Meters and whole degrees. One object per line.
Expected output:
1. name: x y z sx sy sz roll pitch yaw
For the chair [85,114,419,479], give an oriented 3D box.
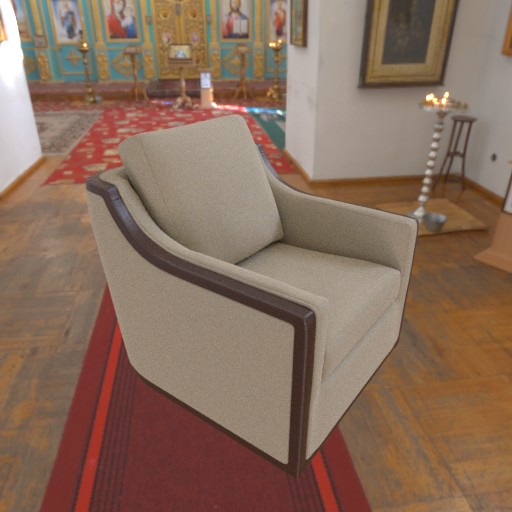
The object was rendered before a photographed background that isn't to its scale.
1. chair: 0.000 0.000 1.678 0.950 0.930 0.870 18 32 32
